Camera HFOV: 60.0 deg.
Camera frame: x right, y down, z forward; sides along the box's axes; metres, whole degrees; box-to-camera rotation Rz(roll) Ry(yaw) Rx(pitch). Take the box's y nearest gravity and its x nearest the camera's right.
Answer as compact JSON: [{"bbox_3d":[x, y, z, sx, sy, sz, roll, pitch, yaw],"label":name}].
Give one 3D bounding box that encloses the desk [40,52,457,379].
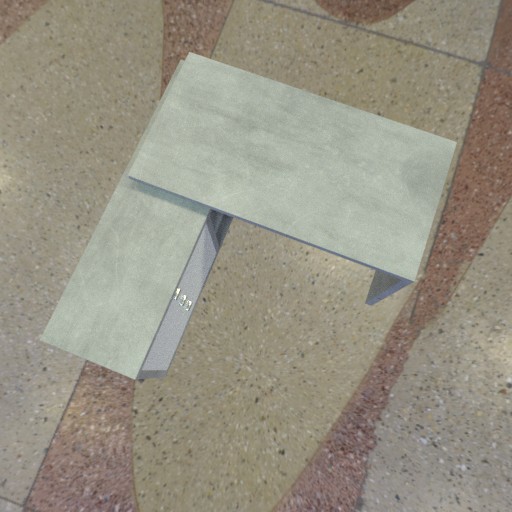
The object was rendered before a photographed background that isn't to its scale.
[{"bbox_3d":[0.000,0.000,2.283,1.400,0.740,1.500,21,77,5],"label":"desk"}]
